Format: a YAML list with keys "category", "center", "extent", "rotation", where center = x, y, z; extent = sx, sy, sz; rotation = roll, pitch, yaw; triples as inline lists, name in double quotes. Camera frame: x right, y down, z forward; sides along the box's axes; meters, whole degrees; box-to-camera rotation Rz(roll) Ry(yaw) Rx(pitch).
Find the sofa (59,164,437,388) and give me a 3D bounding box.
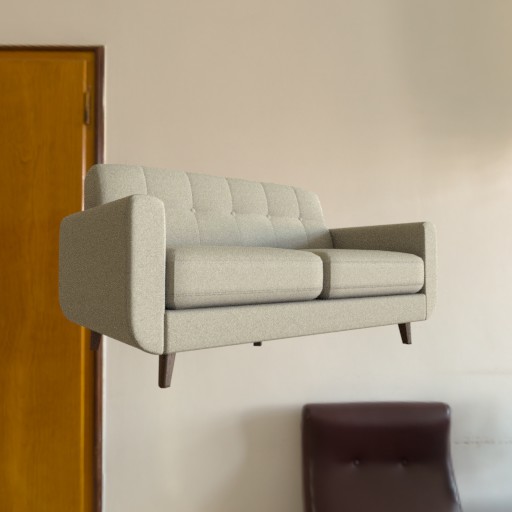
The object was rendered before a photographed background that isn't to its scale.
- category: "sofa"
  center: [0.000, 0.000, 2.206]
  extent: [1.655, 0.892, 0.980]
  rotation: [1, -1, -36]
